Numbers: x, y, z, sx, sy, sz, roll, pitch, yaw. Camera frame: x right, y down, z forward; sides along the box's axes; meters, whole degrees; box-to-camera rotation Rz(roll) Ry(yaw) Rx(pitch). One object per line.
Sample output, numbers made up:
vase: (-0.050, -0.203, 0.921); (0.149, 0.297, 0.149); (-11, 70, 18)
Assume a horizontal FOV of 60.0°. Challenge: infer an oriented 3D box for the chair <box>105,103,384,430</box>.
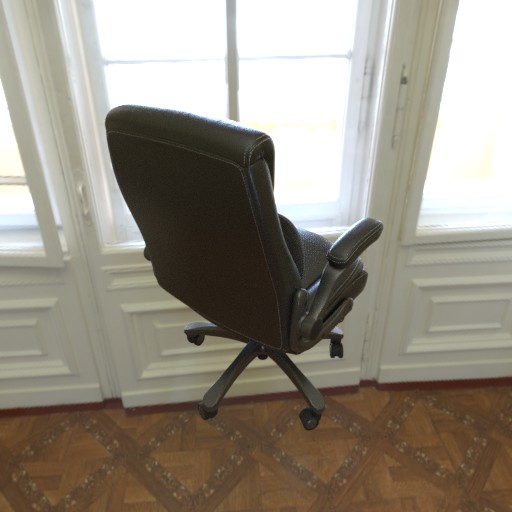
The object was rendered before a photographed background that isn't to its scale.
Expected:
chair: (0.000, 0.000, 1.590); (0.782, 1.110, 0.724); (22, 37, 33)
